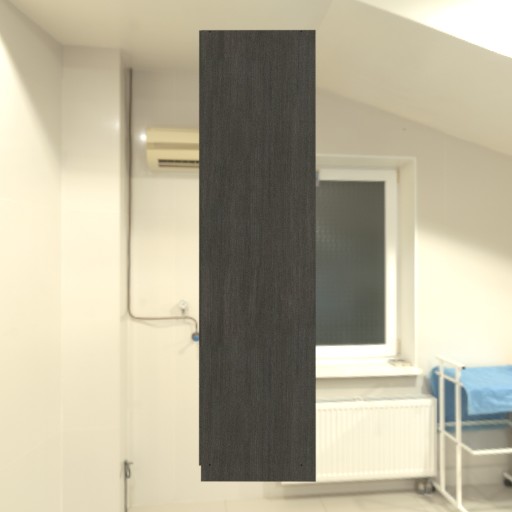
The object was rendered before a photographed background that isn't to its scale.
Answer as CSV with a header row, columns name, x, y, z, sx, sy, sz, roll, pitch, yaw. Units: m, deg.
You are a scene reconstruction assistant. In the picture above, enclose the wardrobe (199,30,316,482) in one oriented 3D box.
name,x,y,z,sx,sy,sz,roll,pitch,yaw
wardrobe,0.000,0.000,2.520,0.510,1.910,1.290,0,0,0
